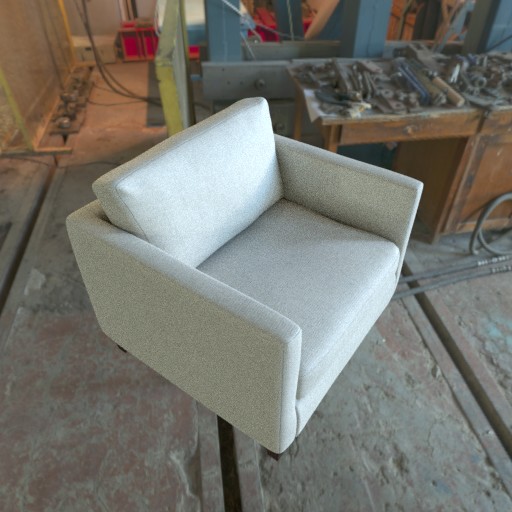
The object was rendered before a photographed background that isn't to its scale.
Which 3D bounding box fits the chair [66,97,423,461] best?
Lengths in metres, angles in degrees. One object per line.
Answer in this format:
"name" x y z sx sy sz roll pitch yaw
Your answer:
"chair" 0.000 0.000 1.764 0.959 0.919 0.996 25 47 26
